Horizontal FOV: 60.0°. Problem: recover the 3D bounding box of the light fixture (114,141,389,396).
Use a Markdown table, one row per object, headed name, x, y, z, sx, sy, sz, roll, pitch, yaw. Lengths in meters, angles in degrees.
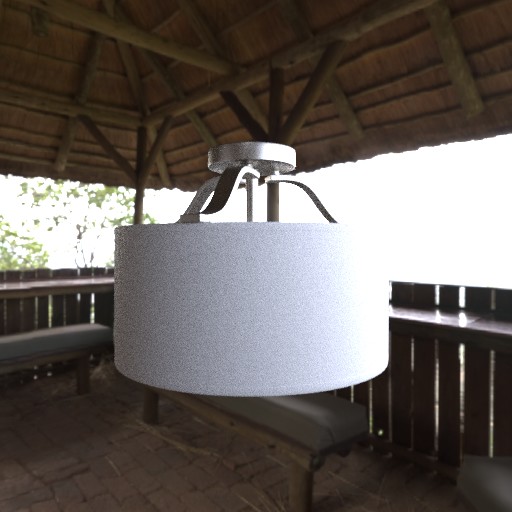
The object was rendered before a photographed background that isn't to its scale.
| name | x | y | z | sx | sy | sz | roll | pitch | yaw |
| --- | --- | --- | --- | --- | --- | --- | --- | --- | --- |
| light fixture | 0.000 | 0.000 | 0.648 | 0.395 | 0.304 | 0.395 | 0 | 1 | 0 |
